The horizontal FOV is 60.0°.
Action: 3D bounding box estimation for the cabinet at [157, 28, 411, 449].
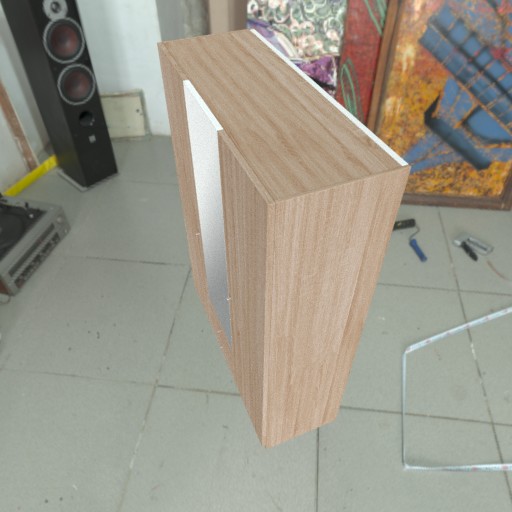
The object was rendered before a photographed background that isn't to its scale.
[{"bbox_3d":[0.000,0.000,2.760,0.590,2.120,1.500,-17,48,-16],"label":"cabinet"}]
